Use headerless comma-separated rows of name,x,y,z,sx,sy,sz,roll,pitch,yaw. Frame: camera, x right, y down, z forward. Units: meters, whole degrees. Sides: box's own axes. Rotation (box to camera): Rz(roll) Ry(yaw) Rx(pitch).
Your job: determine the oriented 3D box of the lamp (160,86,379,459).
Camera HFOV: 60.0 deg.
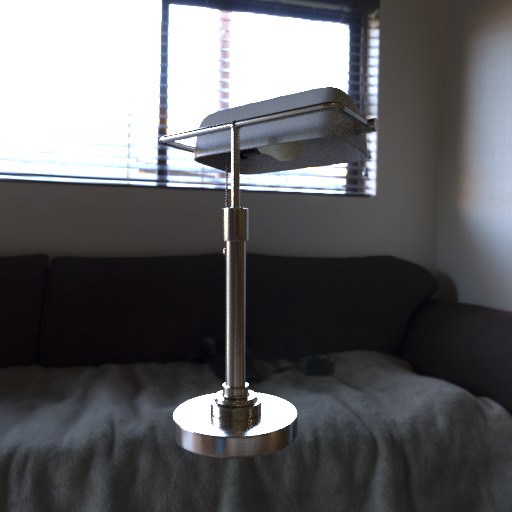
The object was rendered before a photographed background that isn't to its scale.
lamp,0.000,0.000,0.547,0.269,0.404,0.227,0,1,35
